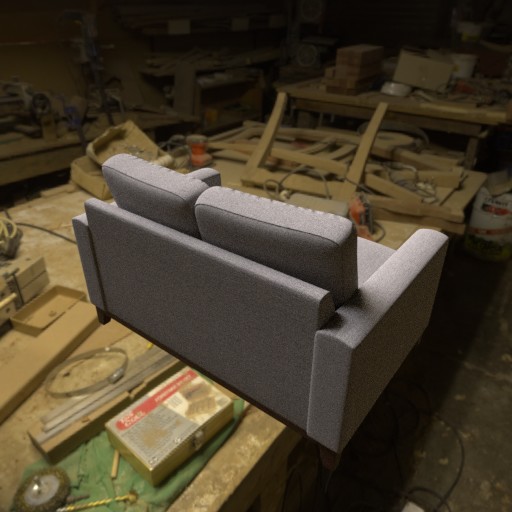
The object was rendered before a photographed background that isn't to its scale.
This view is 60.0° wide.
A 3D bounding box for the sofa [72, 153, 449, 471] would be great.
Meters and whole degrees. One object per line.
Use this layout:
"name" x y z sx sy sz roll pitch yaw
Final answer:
"sofa" 0.000 0.000 2.021 1.420 0.873 0.917 21 37 32
